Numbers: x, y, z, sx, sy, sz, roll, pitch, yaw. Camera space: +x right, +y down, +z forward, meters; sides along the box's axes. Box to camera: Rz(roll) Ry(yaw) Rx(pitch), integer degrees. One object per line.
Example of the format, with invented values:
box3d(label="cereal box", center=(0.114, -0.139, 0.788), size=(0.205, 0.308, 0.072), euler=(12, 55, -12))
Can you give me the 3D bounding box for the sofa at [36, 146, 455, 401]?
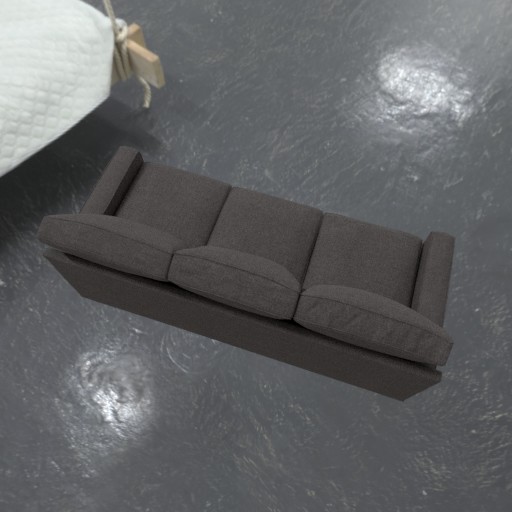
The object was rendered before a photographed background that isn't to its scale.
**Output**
box3d(label="sofa", center=(0.000, 0.000, 2.863), size=(2.369, 0.978, 1.004), euler=(17, 65, 8))
